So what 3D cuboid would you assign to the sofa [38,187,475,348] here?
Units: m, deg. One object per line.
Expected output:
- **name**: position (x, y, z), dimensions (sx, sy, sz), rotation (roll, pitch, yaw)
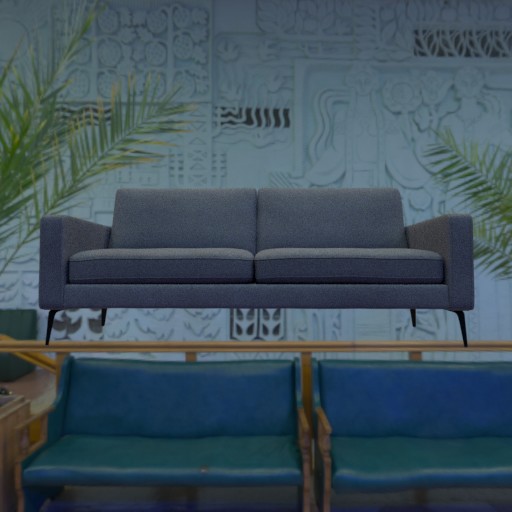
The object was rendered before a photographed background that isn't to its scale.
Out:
- **sofa**: position (0.000, 0.000, 2.327), dimensions (1.925, 0.828, 0.774), rotation (0, -2, 1)
